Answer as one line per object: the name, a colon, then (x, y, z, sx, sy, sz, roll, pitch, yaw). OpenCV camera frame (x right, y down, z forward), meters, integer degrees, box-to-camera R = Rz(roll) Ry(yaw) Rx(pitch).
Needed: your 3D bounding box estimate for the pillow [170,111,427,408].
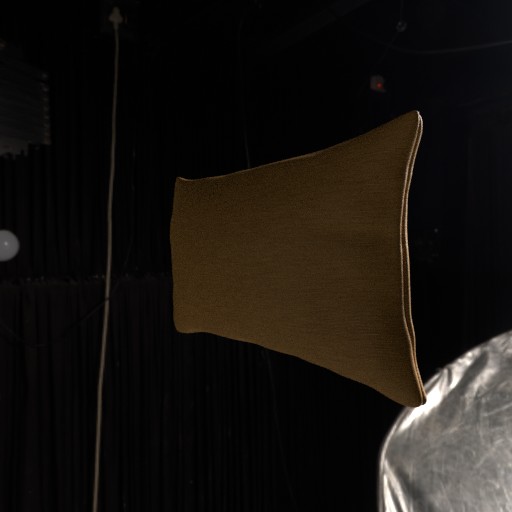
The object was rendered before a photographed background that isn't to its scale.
pillow: (0.000, 0.000, 0.764, 0.210, 0.354, 0.634, 0, 1, -37)
